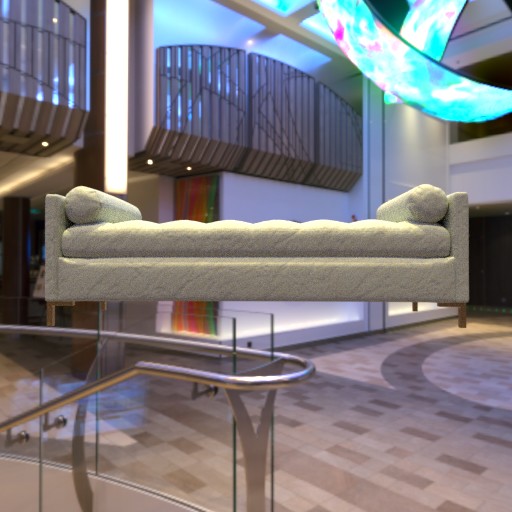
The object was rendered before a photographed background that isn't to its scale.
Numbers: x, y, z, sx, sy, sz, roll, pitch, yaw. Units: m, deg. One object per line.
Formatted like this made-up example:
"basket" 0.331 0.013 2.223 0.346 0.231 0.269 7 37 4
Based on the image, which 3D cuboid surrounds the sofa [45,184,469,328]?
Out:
"sofa" 0.000 0.000 2.541 2.102 0.705 0.796 0 -1 2
